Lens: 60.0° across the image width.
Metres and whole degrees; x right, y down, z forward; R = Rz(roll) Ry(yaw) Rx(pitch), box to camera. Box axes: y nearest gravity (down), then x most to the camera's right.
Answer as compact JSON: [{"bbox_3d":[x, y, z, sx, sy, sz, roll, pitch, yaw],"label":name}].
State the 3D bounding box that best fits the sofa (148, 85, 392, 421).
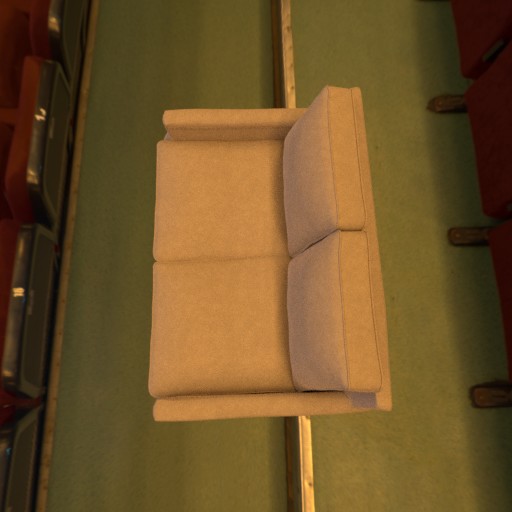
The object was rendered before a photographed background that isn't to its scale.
[{"bbox_3d":[0.000,0.000,2.305,1.084,1.002,1.597,-1,75,0],"label":"sofa"}]
